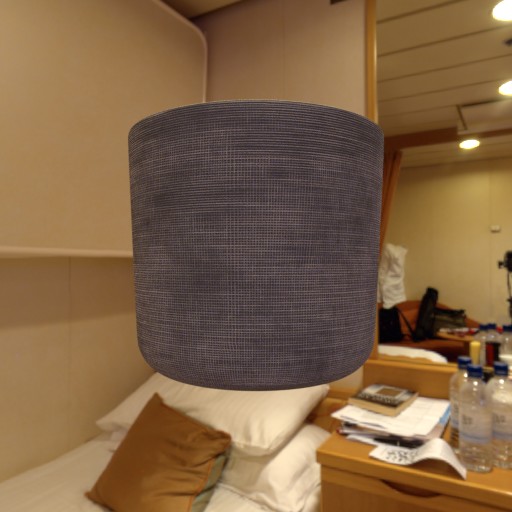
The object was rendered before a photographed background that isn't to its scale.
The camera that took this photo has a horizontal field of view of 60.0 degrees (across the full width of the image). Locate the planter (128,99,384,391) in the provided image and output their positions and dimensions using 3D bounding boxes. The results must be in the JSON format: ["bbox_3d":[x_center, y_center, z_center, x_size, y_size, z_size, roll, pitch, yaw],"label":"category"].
[{"bbox_3d":[0.000,0.000,0.789,0.440,0.398,0.440,0,-1,0],"label":"planter"}]
